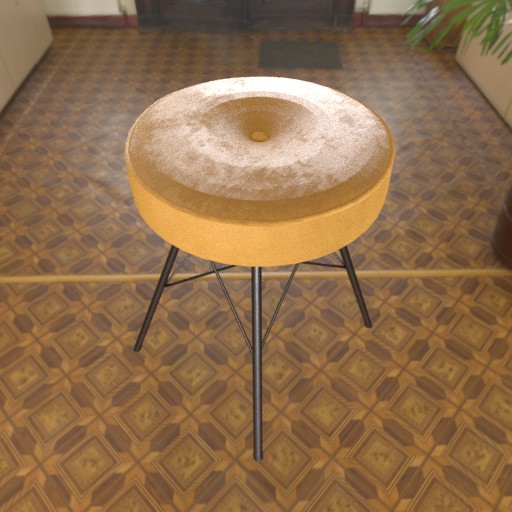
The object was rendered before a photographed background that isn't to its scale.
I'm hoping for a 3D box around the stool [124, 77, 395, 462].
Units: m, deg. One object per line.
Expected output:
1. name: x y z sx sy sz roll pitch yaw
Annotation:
1. stool: 0.000 0.000 0.911 0.438 0.595 0.472 34 55 28
